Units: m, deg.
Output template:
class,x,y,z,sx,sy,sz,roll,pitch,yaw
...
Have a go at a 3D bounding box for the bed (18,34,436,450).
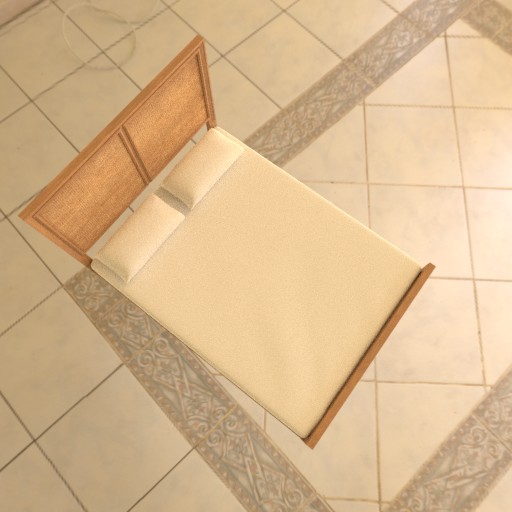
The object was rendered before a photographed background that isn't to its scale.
class,x,y,z,sx,sy,sz,roll,pitch,yaw
bed,0.000,0.000,3.174,2.184,1.387,1.606,36,76,10
